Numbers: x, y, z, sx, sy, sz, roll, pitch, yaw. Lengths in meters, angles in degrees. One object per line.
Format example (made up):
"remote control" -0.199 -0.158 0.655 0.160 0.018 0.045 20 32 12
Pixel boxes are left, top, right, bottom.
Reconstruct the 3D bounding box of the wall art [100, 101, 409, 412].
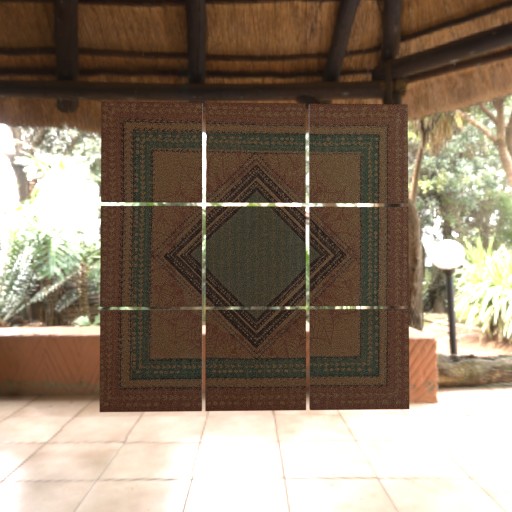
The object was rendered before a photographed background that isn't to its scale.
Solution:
"wall art" 0.000 0.000 1.322 0.915 0.914 0.013 0 -1 -2
